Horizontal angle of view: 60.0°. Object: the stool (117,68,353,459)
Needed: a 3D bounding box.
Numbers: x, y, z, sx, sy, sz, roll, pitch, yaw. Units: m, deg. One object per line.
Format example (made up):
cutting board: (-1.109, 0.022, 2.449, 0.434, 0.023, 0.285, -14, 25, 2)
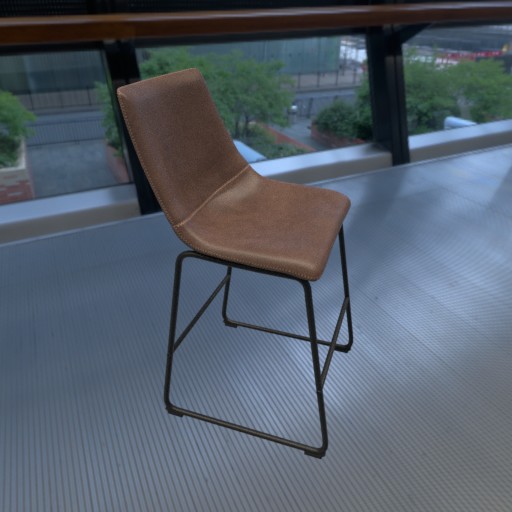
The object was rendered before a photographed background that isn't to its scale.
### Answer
stool: (0.000, 0.000, 1.208, 0.550, 0.890, 0.460, 10, 31, 17)
